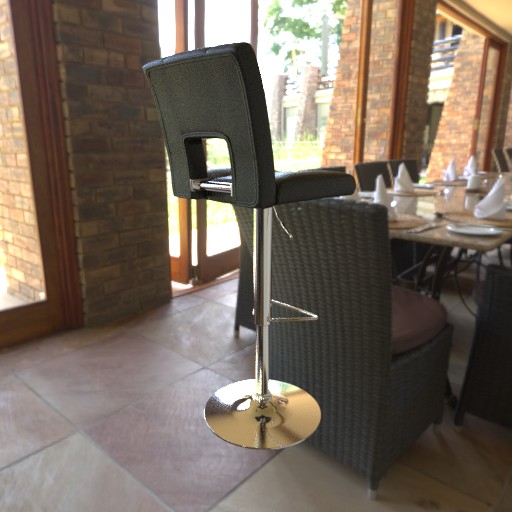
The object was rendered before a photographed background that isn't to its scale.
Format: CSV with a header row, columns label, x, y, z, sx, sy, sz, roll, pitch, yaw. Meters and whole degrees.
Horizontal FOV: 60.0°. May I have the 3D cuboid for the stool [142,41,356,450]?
label,x,y,z,sx,sy,sz,roll,pitch,yaw
stool,0.000,0.000,1.410,0.415,1.151,0.520,14,20,43
